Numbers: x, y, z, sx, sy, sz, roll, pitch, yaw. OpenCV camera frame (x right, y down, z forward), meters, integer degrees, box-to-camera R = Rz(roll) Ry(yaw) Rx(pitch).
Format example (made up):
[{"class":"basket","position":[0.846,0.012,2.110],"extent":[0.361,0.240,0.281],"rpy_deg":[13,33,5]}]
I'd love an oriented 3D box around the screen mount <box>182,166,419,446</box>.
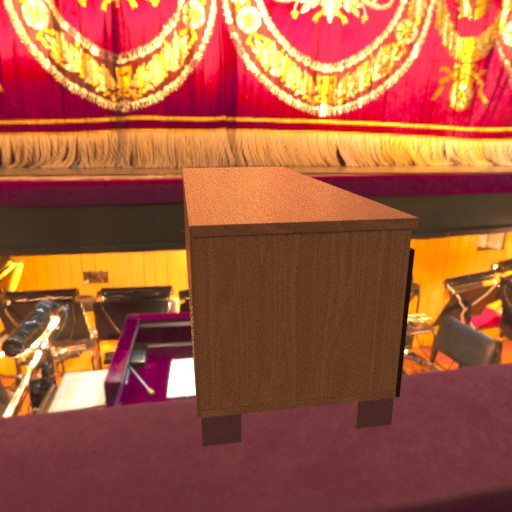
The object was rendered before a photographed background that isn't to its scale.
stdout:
[{"class":"screen mount","position":[0.000,0.000,1.328],"extent":[0.406,0.432,1.084],"rpy_deg":[-3,16,-9]}]
